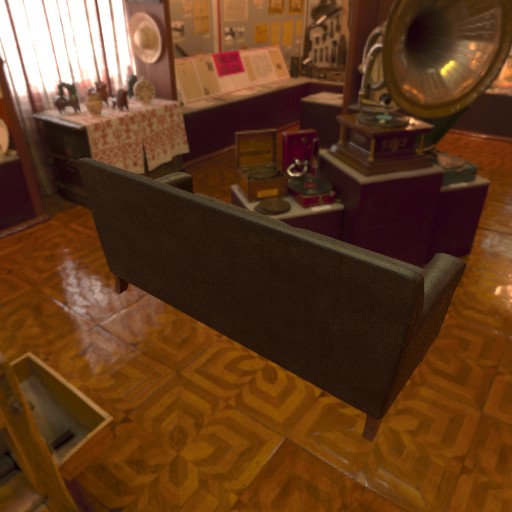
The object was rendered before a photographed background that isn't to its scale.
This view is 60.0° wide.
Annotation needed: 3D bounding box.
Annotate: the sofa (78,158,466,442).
[{"bbox_3d":[0.000,0.000,2.540,2.053,0.947,0.805,22,37,32],"label":"sofa"}]
